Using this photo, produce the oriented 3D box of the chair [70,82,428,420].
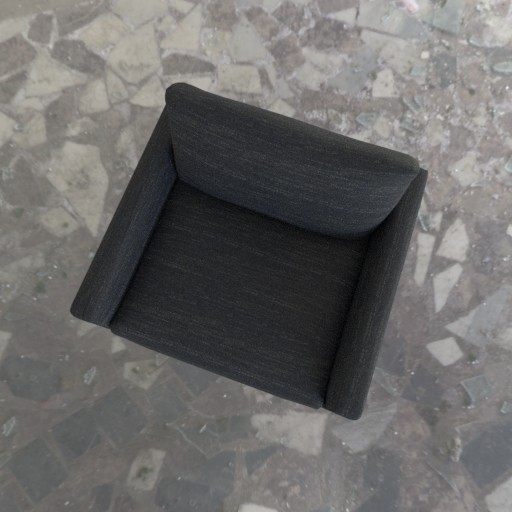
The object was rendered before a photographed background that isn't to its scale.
[{"bbox_3d":[0.000,0.000,1.601,0.963,0.861,0.866,19,75,5],"label":"chair"}]
